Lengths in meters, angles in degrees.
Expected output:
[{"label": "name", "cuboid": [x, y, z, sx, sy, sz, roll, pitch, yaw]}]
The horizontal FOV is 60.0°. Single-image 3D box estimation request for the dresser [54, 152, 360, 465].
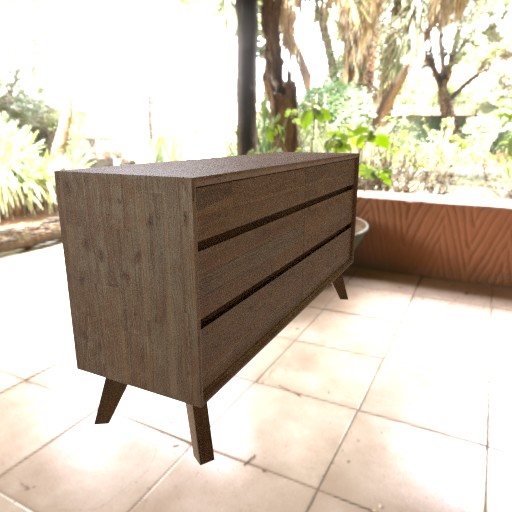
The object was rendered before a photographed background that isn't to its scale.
[{"label": "dresser", "cuboid": [0.000, 0.000, 1.885, 0.455, 0.805, 1.554, 8, 17, 26]}]
